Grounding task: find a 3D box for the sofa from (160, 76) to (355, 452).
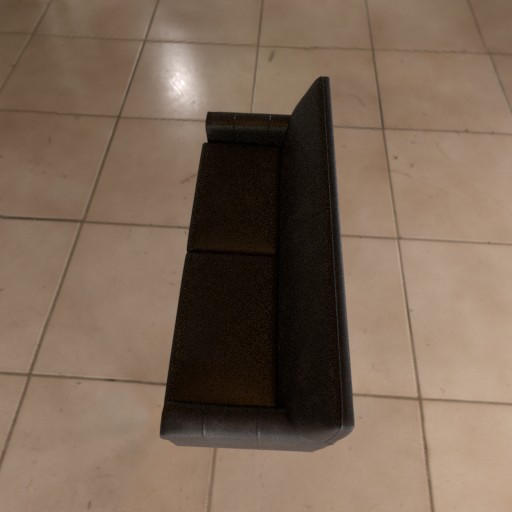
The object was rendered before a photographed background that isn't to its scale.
[{"bbox_3d":[0.000,0.000,2.539,0.805,0.947,2.053,2,58,1],"label":"sofa"}]
